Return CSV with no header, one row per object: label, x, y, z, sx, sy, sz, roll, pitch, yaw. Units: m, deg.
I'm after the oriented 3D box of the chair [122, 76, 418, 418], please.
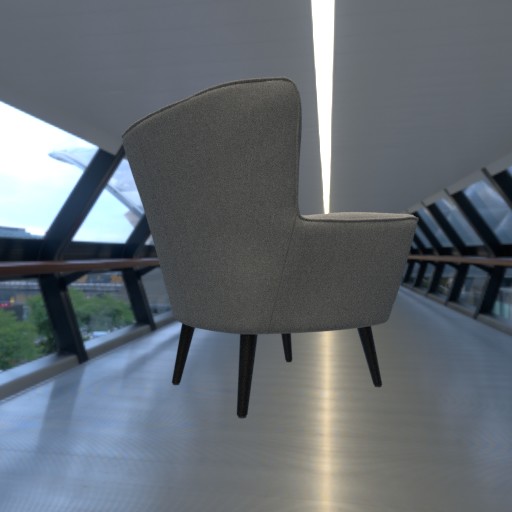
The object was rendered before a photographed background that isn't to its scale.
chair,0.000,0.000,1.569,0.888,0.933,0.781,1,-1,-36
